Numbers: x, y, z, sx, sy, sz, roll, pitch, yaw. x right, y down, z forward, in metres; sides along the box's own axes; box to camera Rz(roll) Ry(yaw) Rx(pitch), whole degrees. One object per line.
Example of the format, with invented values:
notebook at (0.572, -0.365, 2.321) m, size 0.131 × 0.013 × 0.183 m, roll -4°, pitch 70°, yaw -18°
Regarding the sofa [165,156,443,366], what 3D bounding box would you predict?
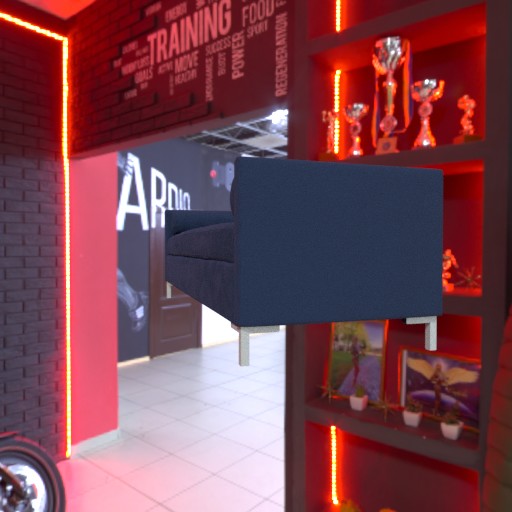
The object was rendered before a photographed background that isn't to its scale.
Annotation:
sofa at (0.000, 0.000, 2.466) m, size 0.797 × 0.657 × 2.102 m, roll 0°, pitch 1°, yaw -18°
